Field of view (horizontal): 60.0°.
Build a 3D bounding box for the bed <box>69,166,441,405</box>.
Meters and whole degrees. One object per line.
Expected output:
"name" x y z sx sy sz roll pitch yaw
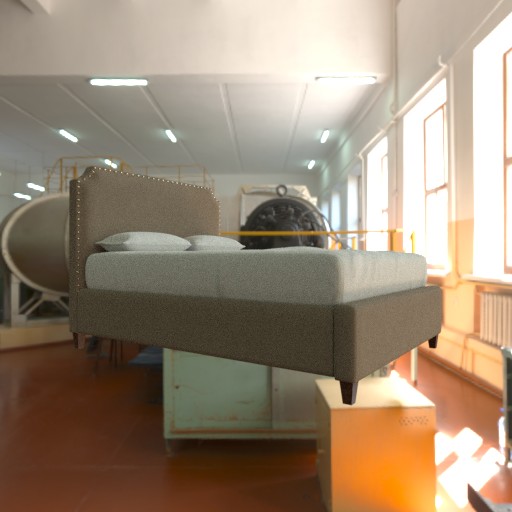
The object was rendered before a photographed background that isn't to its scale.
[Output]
"bed" 0.000 0.000 3.413 2.329 1.415 1.703 0 0 35
